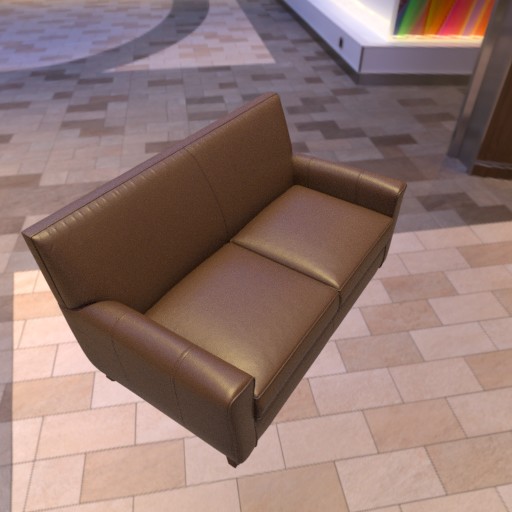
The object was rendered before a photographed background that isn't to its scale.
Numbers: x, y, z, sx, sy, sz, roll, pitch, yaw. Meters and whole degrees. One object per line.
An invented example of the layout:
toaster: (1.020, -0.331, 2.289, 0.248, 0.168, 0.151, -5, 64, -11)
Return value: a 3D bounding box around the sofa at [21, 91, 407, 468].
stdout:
sofa: (0.000, 0.000, 1.981, 0.853, 0.859, 1.468, 24, 46, 25)
